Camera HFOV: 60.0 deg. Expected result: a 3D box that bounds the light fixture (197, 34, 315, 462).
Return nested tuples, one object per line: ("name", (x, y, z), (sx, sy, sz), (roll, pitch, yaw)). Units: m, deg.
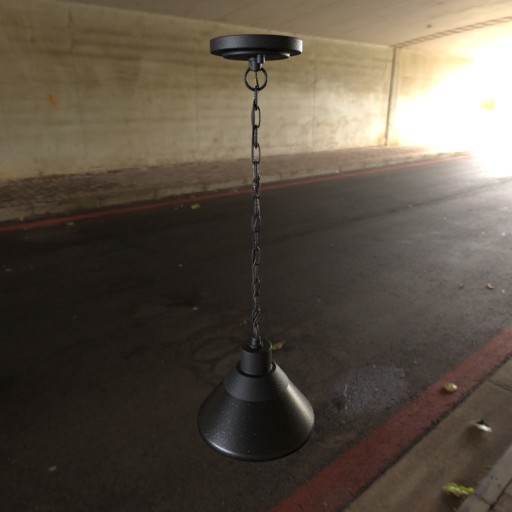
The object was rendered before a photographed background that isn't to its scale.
("light fixture", (0.000, 0.000, 0.669), (0.201, 0.588, 0.201), (-3, 19, -9))
